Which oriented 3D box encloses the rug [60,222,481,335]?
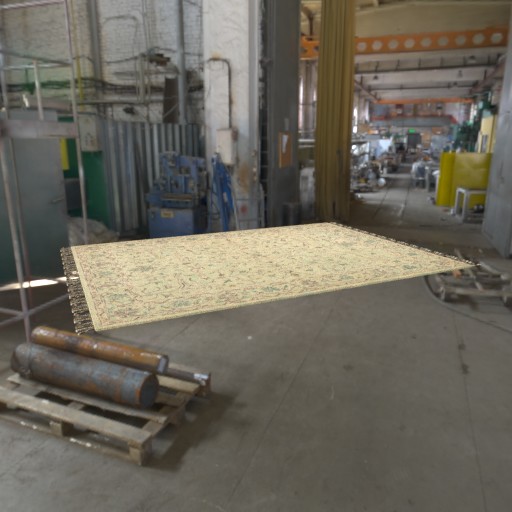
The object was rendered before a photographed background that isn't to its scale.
[{"bbox_3d":[0.000,0.000,2.269,1.802,0.008,1.247,-7,16,-24],"label":"rug"}]
